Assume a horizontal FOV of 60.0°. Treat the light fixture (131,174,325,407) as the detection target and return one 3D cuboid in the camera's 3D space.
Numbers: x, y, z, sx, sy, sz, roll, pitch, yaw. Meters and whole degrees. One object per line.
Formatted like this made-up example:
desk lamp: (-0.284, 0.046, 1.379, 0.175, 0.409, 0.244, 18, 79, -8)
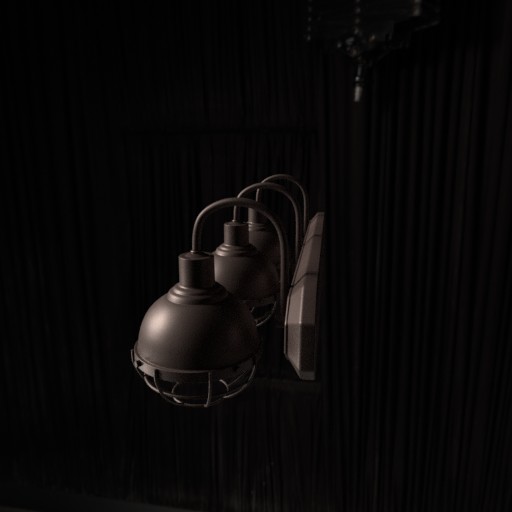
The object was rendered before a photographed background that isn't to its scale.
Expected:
light fixture: (0.000, 0.000, 0.772, 0.229, 0.254, 0.634, 2, 14, 9)
